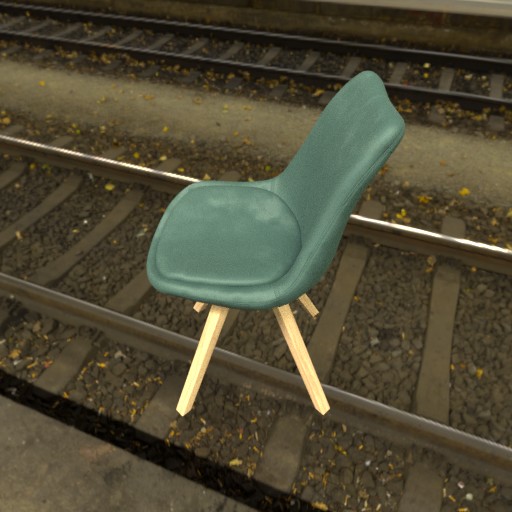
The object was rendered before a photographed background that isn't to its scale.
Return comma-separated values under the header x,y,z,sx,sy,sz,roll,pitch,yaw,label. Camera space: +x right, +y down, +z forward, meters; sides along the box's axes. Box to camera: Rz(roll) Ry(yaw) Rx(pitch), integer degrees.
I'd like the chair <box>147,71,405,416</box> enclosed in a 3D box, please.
x,y,z,sx,sy,sz,roll,pitch,yaw,label
0.000,0.000,1.165,0.547,0.865,0.483,1,41,1,chair
